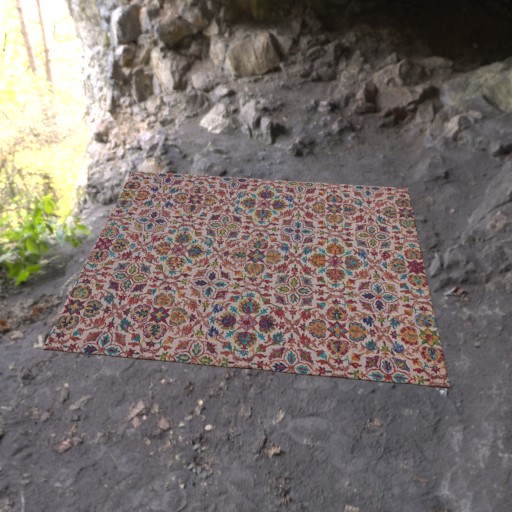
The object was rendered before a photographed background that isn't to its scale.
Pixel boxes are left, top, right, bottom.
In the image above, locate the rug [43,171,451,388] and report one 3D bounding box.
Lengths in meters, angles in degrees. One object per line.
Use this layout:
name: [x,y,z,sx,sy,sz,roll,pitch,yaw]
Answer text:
rug: [0.000,0.000,4.295,3.215,0.020,2.446,4,47,4]
